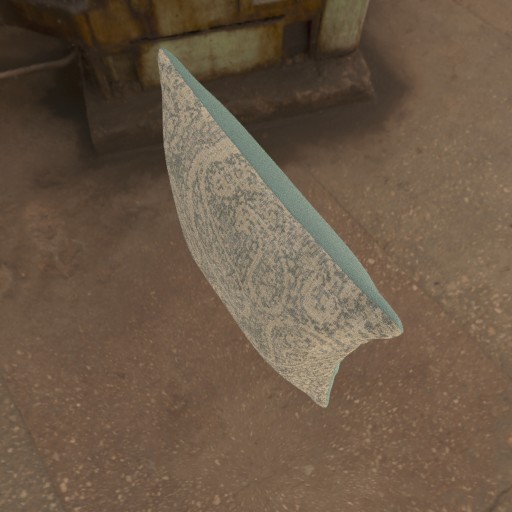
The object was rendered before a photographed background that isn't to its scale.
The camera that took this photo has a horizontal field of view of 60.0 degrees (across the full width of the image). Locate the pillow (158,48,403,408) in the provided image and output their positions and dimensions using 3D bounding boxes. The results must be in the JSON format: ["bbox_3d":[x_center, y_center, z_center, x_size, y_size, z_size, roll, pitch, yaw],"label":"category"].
[{"bbox_3d":[0.000,0.000,0.780,0.166,0.507,0.526,-31,67,-15],"label":"pillow"}]
